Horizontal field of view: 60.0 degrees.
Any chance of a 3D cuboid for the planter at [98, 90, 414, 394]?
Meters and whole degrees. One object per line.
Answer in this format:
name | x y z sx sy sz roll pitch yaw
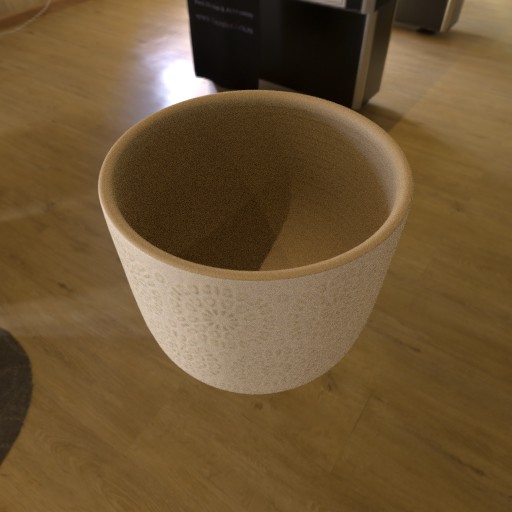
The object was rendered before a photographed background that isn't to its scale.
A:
planter | 0.000 0.000 0.300 0.170 0.152 0.170 0 47 0
